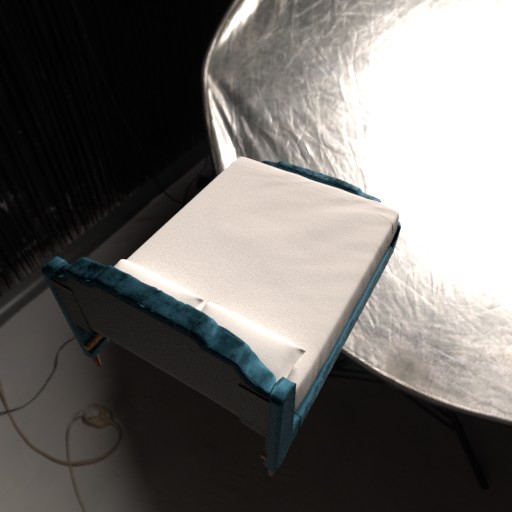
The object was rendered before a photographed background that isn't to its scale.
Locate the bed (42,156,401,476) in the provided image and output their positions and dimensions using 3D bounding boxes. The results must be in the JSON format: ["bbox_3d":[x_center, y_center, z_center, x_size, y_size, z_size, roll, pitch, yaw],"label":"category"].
[{"bbox_3d":[0.000,0.000,3.407,1.678,1.338,2.322,24,51,21],"label":"bed"}]
